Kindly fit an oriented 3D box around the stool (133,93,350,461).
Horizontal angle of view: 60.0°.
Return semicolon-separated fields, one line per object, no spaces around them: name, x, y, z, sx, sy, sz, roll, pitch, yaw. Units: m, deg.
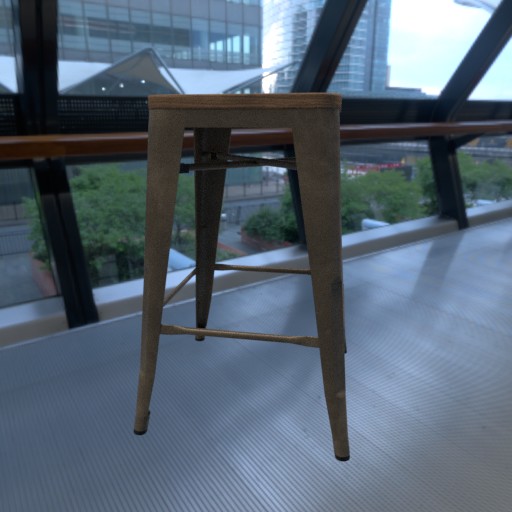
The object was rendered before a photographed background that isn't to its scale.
stool;0.000;0.000;0.909;0.407;0.607;0.407;3;17;10
